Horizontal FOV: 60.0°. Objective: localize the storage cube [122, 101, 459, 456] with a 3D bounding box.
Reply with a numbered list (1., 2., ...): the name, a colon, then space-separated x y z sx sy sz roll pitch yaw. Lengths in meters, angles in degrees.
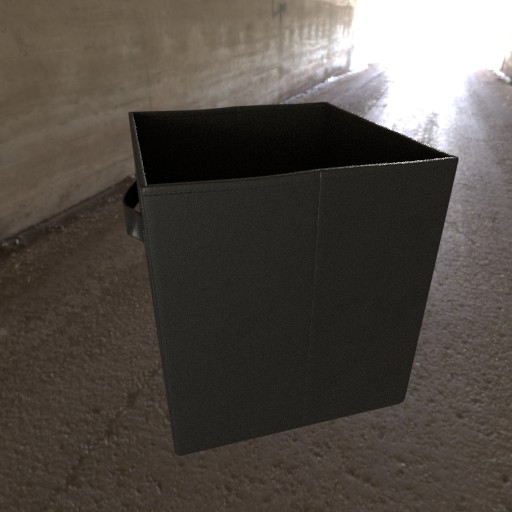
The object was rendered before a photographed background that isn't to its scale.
1. storage cube: 0.000 0.000 0.502 0.270 0.280 0.270 -8 30 -14
